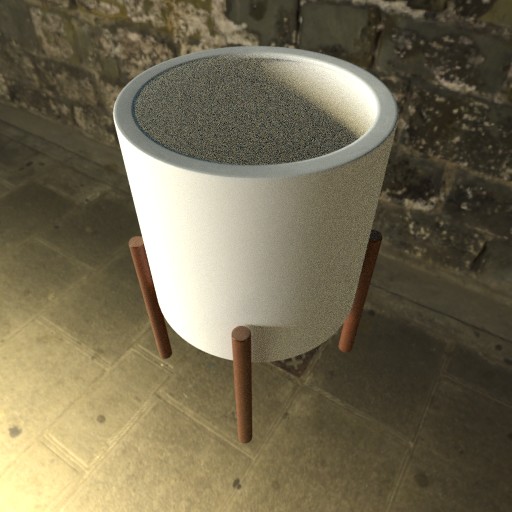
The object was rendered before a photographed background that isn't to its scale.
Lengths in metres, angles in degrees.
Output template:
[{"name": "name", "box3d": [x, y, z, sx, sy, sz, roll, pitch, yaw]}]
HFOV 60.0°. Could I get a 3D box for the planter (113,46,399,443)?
[{"name": "planter", "box3d": [0.000, 0.000, 0.900, 0.417, 0.670, 0.417, -33, 54, -29]}]
